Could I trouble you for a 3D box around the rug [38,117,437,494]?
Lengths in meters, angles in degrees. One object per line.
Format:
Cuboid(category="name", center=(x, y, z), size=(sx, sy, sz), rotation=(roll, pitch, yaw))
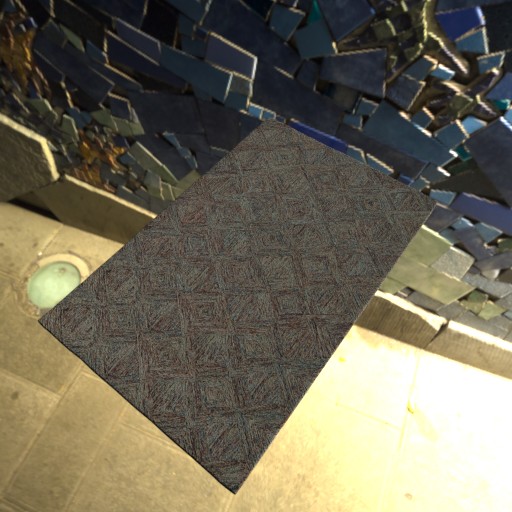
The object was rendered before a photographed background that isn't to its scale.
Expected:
Cuboid(category="rug", center=(0.000, 0.000, 2.187), size=(1.143, 0.014, 1.761), rotation=(32, 62, 20))
